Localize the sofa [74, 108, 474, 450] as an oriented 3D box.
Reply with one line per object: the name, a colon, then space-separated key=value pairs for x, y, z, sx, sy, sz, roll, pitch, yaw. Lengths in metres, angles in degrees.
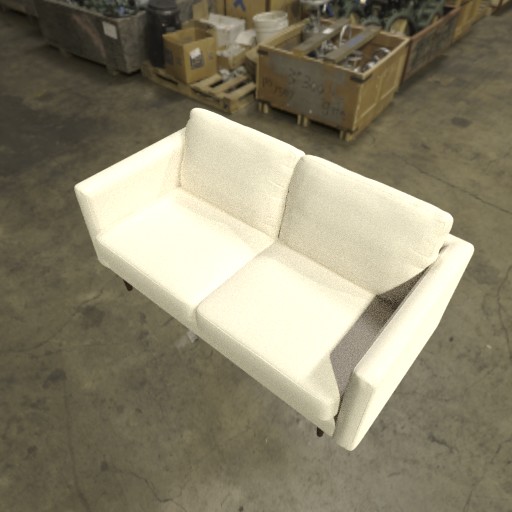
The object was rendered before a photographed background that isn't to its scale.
sofa: x=0.000 y=0.000 z=2.226 sx=1.713 sy=0.893 sz=0.940 roll=31 pitch=52 yaw=27
